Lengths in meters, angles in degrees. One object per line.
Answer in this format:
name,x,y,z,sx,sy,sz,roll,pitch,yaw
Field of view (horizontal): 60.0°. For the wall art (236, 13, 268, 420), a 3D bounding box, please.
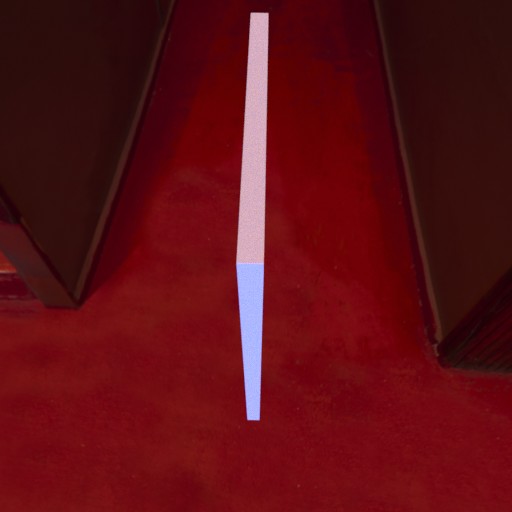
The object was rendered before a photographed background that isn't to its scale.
wall art,0.000,0.000,1.138,0.037,0.916,0.610,1,57,1
